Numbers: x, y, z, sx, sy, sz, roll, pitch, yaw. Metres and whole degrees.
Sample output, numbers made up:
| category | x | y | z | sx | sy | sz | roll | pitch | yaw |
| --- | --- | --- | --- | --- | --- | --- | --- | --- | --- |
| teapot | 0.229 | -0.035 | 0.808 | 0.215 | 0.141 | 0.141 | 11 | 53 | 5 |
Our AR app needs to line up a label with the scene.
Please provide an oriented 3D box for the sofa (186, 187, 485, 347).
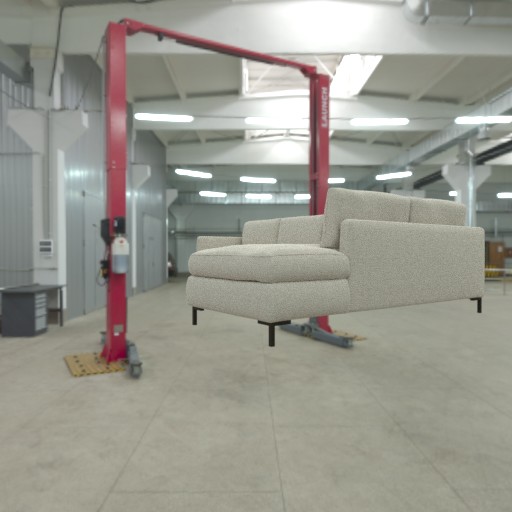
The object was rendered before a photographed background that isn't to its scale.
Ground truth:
| category | x | y | z | sx | sy | sz | roll | pitch | yaw |
| --- | --- | --- | --- | --- | --- | --- | --- | --- | --- |
| sofa | 0.000 | 0.000 | 3.777 | 2.007 | 0.815 | 2.949 | 0 | 1 | -36 |
